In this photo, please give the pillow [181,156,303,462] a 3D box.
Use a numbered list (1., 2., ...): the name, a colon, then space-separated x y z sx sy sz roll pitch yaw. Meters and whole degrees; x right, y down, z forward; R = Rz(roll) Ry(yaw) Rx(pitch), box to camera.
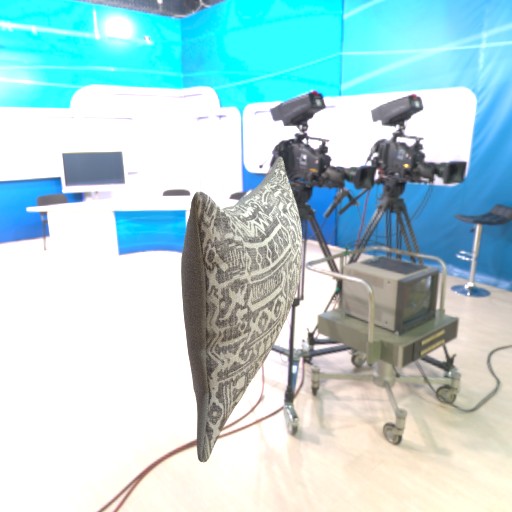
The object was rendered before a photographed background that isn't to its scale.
1. pillow: 0.000 0.000 0.733 0.148 0.290 0.631 3 16 10
